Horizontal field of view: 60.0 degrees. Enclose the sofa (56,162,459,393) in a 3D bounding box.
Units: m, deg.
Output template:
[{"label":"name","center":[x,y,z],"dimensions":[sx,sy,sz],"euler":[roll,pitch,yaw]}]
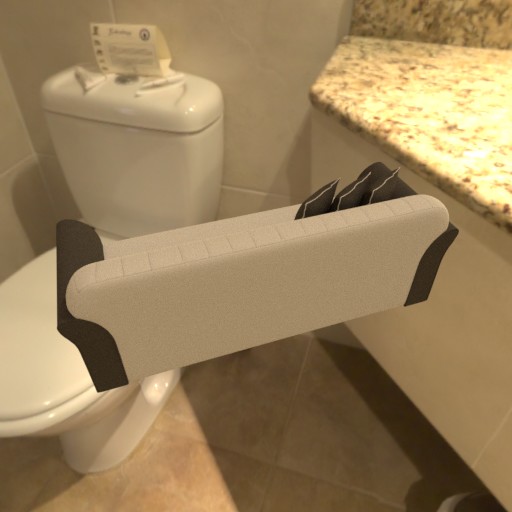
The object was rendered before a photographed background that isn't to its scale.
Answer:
[{"label":"sofa","center":[0.000,0.000,2.469],"dimensions":[2.001,0.787,0.755],"euler":[-13,42,-14]}]
